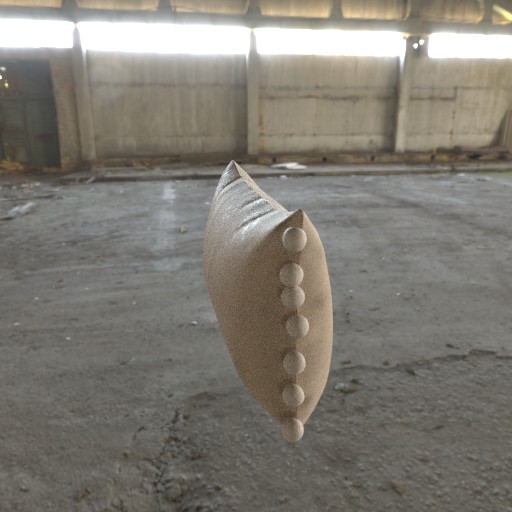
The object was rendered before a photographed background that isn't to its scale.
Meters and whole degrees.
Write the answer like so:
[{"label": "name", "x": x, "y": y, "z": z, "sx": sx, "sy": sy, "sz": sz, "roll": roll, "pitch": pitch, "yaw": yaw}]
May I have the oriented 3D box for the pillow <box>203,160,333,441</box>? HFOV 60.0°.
[{"label": "pillow", "x": 0.000, "y": 0.000, "z": 0.861, "sx": 0.201, "sy": 0.322, "sz": 0.709, "roll": -3, "pitch": 16, "yaw": -10}]
